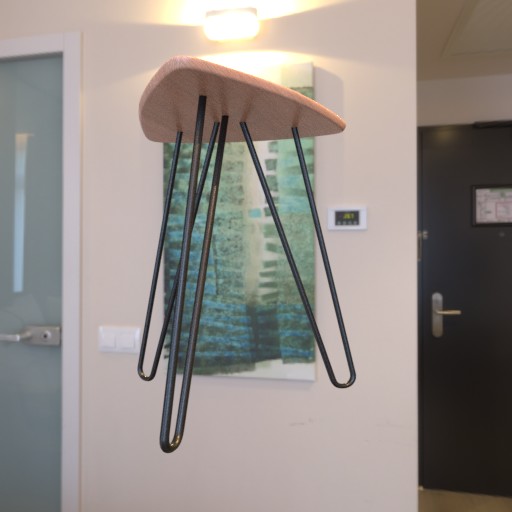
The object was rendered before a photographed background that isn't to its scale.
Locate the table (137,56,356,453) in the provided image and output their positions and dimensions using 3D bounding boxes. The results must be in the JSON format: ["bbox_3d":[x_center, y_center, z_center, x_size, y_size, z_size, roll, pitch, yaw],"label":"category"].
[{"bbox_3d":[0.000,0.000,0.886,0.455,0.564,0.442,0,-1,-19],"label":"table"}]
